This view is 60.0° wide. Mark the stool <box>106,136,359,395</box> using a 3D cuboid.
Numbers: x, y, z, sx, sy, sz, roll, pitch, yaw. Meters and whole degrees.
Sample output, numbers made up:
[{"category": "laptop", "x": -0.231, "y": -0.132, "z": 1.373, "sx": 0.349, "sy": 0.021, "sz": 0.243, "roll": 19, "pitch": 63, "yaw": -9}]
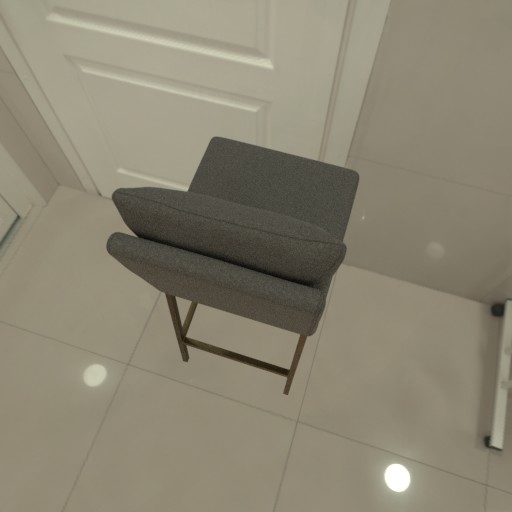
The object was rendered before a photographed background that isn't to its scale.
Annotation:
[{"category": "stool", "x": 0.000, "y": 0.000, "z": 1.321, "sx": 0.463, "sy": 1.030, "sz": 0.569, "roll": 16, "pitch": 64, "yaw": 8}]
